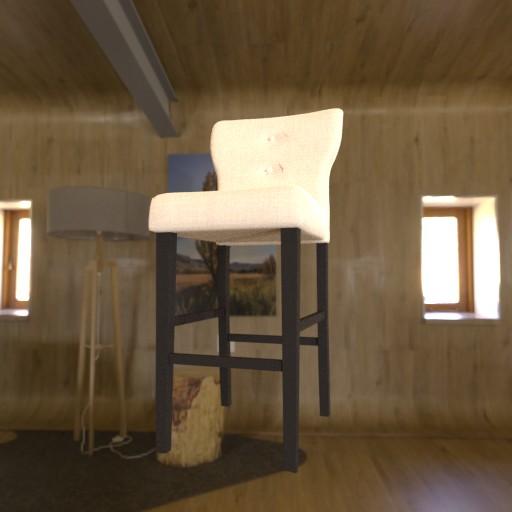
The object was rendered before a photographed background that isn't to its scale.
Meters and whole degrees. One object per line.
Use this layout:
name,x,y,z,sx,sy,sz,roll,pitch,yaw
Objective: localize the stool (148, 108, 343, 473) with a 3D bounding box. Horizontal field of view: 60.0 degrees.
stool,0.000,0.000,1.463,0.516,1.124,0.603,-1,-3,19
